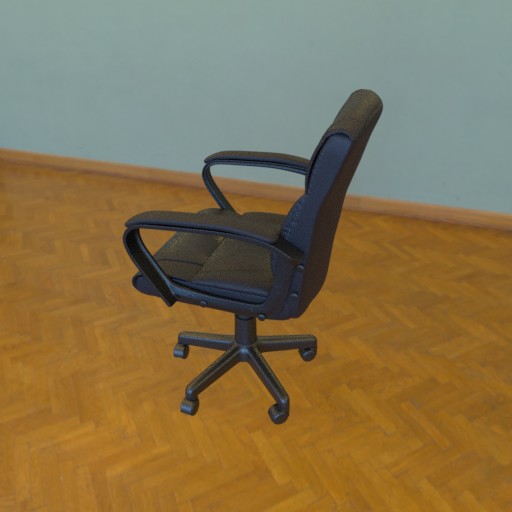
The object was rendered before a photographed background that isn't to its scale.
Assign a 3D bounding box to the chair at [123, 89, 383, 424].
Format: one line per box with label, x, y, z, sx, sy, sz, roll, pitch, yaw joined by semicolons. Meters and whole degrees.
chair;0.000;0.000;1.397;0.641;0.998;0.576;9;32;15
